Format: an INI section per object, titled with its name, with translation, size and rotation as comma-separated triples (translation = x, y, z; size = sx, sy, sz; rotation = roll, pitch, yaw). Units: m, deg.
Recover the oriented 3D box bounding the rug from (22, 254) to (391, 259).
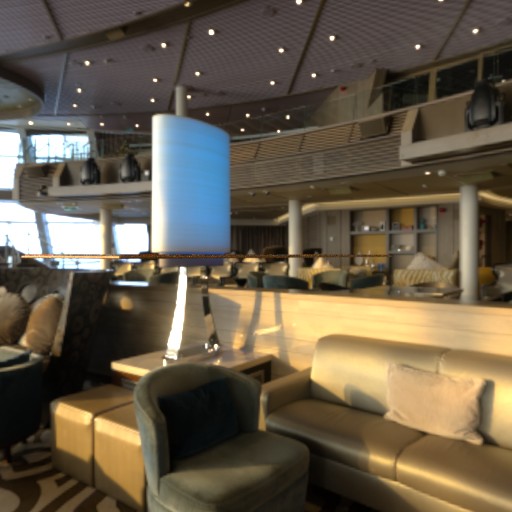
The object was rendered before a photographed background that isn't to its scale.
[rug]
translation = 0.000, 0.000, 2.014
size = 0.556, 0.013, 1.820
rotation = 0, 0, 38
